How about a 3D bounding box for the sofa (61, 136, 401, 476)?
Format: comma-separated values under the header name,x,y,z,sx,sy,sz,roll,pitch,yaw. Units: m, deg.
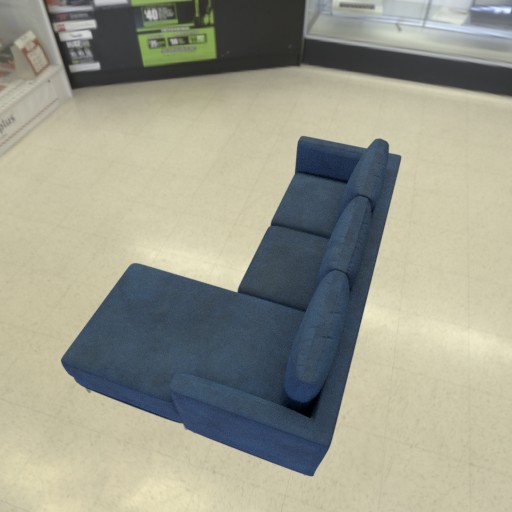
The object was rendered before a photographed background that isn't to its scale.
name,x,y,z,sx,sy,sz,roll,pitch,yaw
sofa,0.000,0.000,3.182,1.622,0.987,2.438,15,50,13
